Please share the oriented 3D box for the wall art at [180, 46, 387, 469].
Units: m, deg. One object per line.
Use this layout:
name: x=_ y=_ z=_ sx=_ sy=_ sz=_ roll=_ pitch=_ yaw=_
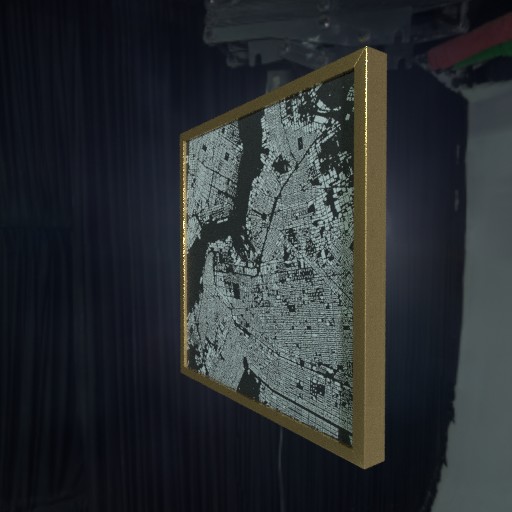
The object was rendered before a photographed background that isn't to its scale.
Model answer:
wall art: x=0.000 y=0.000 z=0.450 sx=0.023 sy=0.305 sz=0.305 roll=-1 pitch=1 yaw=-35
